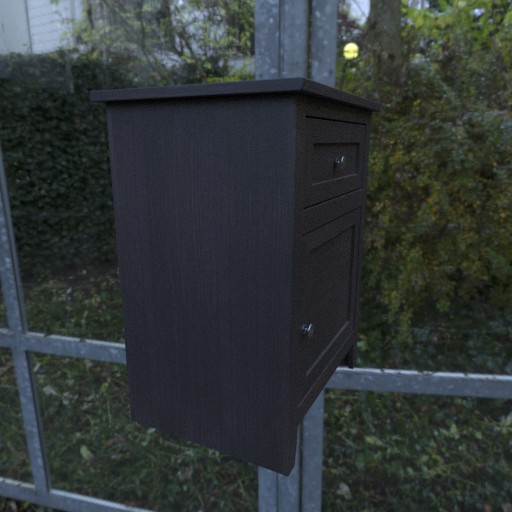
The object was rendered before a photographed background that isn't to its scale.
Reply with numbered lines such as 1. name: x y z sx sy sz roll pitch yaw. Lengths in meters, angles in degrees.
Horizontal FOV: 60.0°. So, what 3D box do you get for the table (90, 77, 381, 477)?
1. table: 0.000 0.000 0.944 0.381 0.635 0.480 7 16 26
